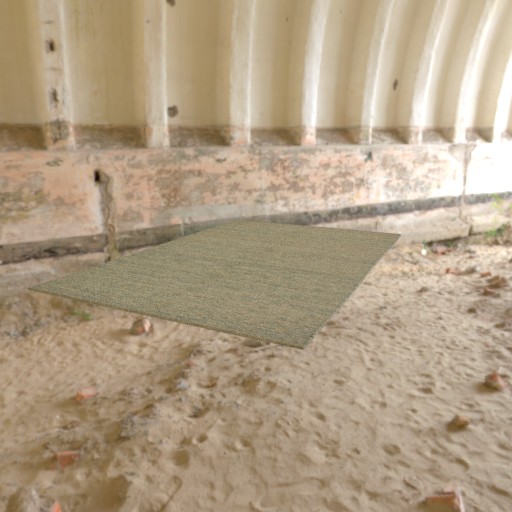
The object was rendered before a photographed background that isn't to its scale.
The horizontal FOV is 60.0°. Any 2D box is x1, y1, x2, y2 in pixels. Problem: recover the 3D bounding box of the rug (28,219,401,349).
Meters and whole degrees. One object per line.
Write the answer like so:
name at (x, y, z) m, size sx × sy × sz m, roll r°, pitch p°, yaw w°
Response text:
rug at (0.000, 0.000, 2.982) m, size 1.547 × 0.013 × 2.283 m, roll 7°, pitch 16°, yaw 25°
